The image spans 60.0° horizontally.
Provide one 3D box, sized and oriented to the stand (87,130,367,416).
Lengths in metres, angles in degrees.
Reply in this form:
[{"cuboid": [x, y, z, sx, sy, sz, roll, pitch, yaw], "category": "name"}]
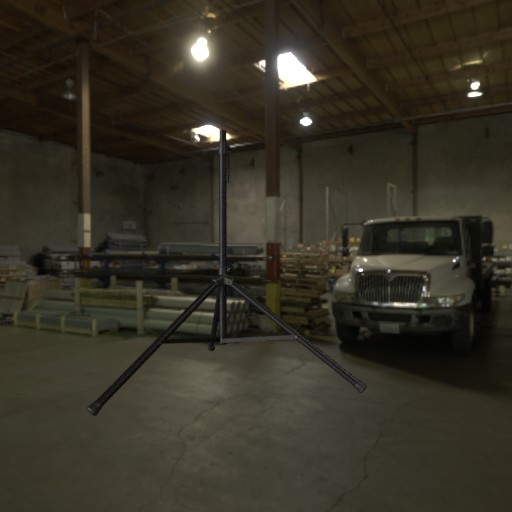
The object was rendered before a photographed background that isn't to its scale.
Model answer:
[{"cuboid": [0.000, 0.000, 2.756, 1.339, 1.595, 1.596, 0, 0, 18], "category": "stand"}]
